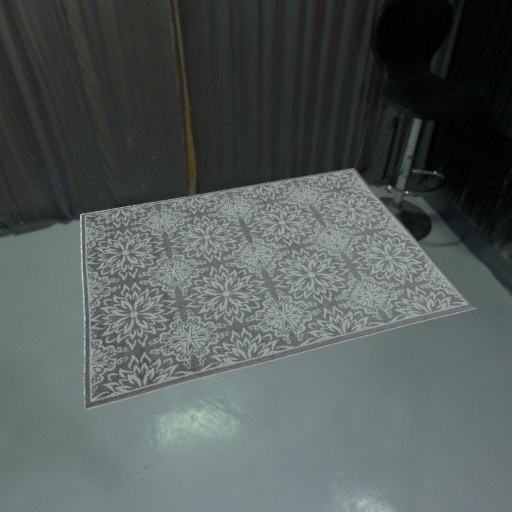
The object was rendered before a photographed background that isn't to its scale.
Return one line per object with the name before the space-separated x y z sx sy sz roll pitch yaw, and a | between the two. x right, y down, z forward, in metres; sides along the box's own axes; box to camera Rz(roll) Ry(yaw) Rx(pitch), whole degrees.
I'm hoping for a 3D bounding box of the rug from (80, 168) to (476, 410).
rug | 0.000 0.000 2.929 2.213 0.014 1.608 -12 44 -12
